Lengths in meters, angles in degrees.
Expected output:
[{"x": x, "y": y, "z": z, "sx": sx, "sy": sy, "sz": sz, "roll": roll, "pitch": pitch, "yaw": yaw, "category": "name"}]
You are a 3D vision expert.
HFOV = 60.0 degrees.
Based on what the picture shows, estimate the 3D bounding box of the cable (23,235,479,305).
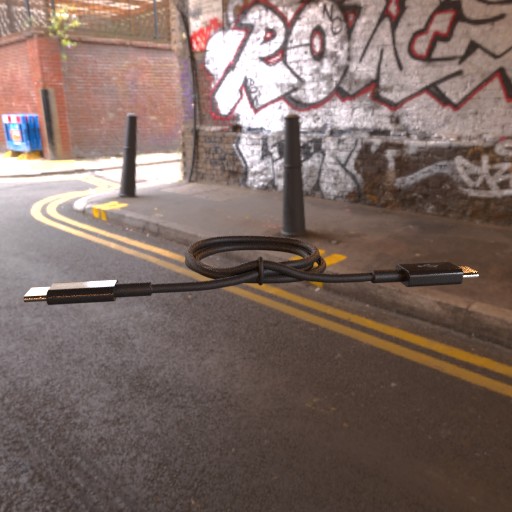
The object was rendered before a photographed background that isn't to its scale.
[{"x": 0.000, "y": 0.000, "z": 0.215, "sx": 0.192, "sy": 0.014, "sz": 0.070, "roll": -3, "pitch": 18, "yaw": -8, "category": "cable"}]
